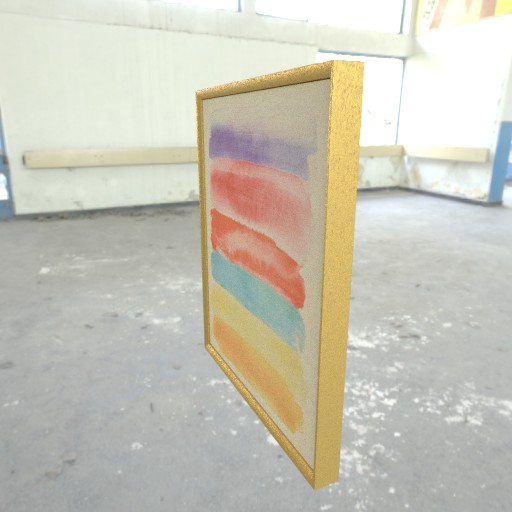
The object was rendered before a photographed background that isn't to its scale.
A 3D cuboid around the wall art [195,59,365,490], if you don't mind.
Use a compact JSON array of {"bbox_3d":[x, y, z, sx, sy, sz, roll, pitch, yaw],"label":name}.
[{"bbox_3d":[0.000,0.000,0.867,0.048,0.642,0.537,-8,18,-24],"label":"wall art"}]
